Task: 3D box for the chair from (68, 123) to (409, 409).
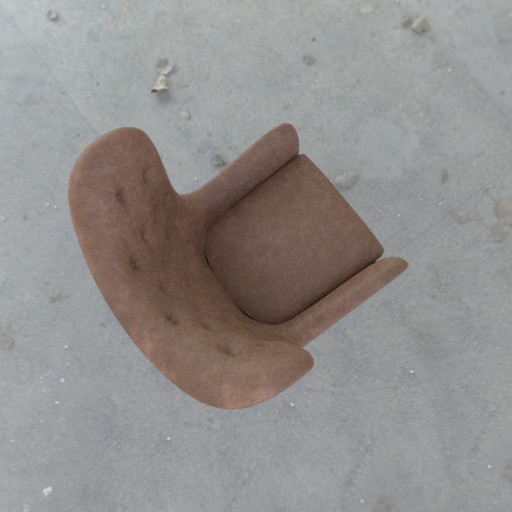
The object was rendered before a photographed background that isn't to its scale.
[{"bbox_3d":[0.000,0.000,1.659,0.930,1.079,0.831,-35,78,-8],"label":"chair"}]
